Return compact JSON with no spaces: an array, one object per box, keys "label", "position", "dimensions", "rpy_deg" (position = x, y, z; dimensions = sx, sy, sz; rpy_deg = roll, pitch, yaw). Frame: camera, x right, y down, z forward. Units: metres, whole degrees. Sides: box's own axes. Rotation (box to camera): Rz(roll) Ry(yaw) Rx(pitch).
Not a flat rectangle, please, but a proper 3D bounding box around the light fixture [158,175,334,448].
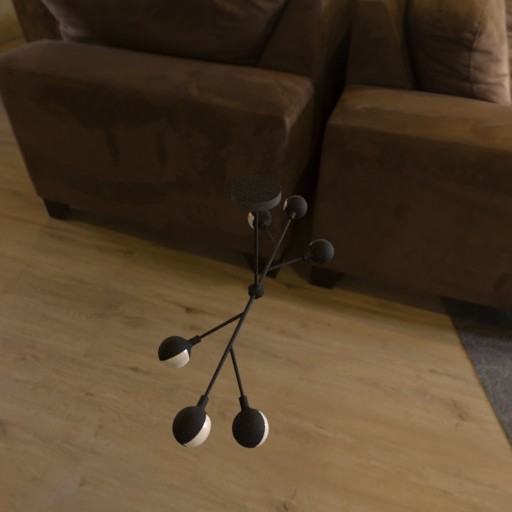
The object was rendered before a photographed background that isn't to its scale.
[{"label":"light fixture","position":[0.000,0.000,1.005],"dimensions":[0.434,0.362,0.778],"rpy_deg":[25,47,25]}]
